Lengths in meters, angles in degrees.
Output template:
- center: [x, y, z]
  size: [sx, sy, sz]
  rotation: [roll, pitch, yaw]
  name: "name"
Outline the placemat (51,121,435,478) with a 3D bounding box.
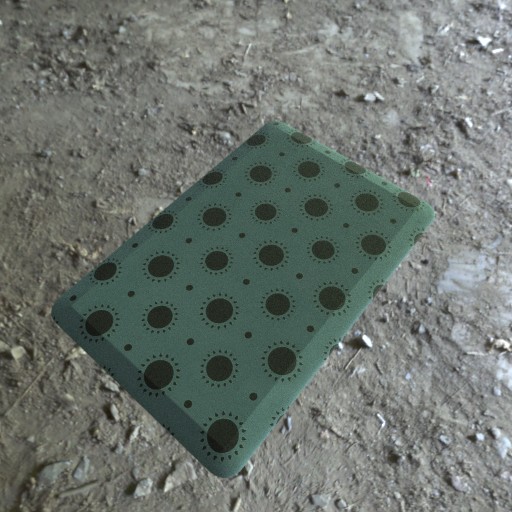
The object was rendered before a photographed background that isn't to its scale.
- center: [0.000, 0.000, 0.978]
  size: [0.508, 0.021, 0.762]
  rotation: [35, 64, 20]
  name: "placemat"
